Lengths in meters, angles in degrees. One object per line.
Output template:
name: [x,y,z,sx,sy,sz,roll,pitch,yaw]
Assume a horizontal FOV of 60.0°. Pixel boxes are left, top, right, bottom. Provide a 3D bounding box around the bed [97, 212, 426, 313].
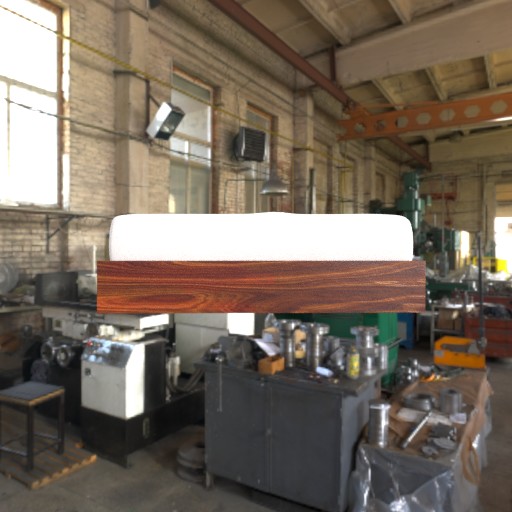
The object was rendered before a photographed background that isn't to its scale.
bed: [0.000,0.000,2.197,0.940,0.312,1.860,0,0,-1]
